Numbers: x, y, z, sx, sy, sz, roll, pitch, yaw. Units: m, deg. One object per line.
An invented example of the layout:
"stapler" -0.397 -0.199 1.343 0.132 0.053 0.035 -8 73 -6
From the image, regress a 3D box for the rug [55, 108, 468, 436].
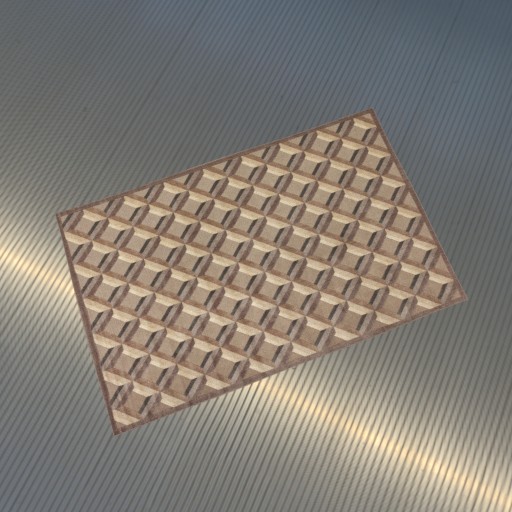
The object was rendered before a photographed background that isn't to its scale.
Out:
"rug" 0.000 0.000 2.073 1.677 0.011 1.066 -20 76 -5
